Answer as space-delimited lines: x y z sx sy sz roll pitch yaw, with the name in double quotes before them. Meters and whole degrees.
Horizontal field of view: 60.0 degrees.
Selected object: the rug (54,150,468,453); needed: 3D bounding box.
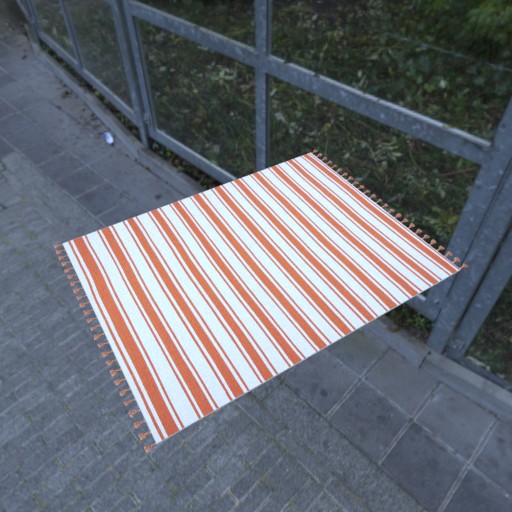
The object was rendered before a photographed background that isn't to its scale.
"rug" 0.000 0.000 4.436 3.369 0.035 2.451 -24 51 -22
